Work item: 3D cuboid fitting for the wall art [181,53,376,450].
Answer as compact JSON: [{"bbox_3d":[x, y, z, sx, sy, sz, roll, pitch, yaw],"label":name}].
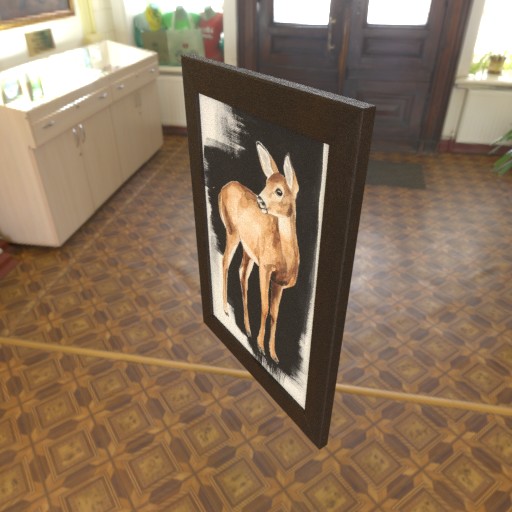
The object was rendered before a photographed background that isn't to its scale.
[{"bbox_3d":[0.000,0.000,0.665,0.017,0.513,0.359,-21,39,-29],"label":"wall art"}]
